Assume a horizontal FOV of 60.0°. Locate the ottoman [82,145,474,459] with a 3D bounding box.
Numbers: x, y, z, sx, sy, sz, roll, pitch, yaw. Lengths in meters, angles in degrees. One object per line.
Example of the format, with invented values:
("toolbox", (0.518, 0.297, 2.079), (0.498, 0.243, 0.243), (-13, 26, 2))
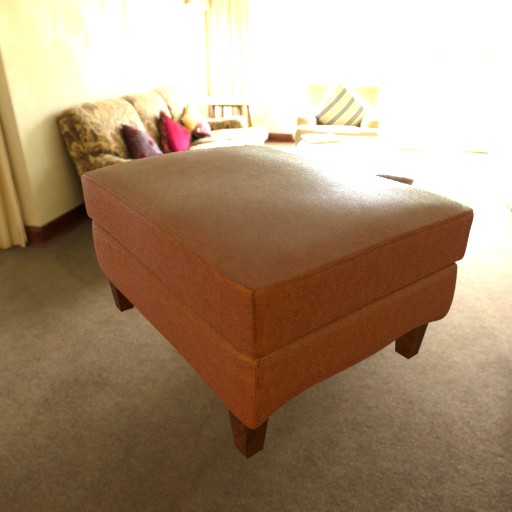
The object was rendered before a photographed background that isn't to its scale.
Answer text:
("ottoman", (0.000, 0.000, 1.210), (0.650, 0.485, 0.851), (-18, 31, -32))
